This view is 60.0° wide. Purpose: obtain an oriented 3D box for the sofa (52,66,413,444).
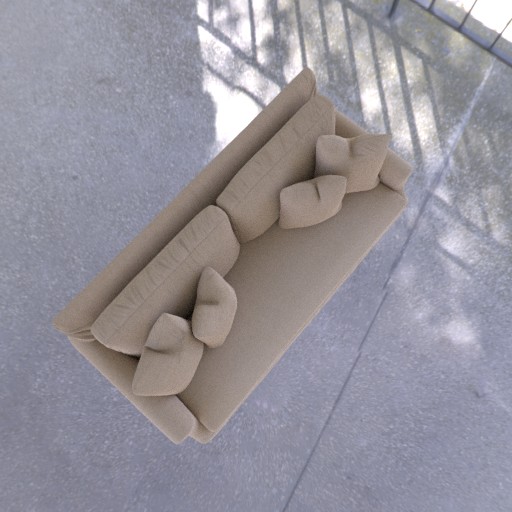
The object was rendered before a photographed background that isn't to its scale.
[{"bbox_3d":[0.000,0.000,2.844,1.067,0.904,2.285,40,78,11],"label":"sofa"}]
